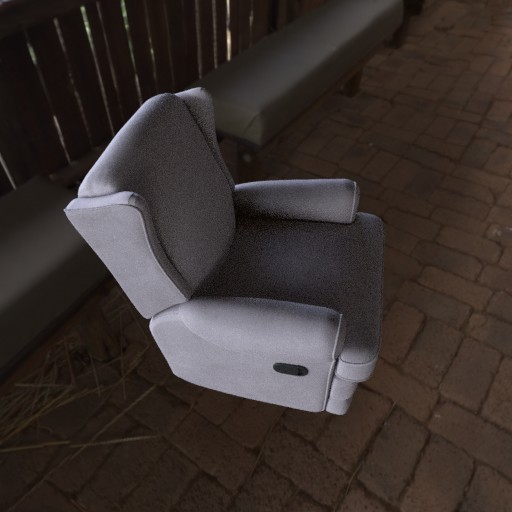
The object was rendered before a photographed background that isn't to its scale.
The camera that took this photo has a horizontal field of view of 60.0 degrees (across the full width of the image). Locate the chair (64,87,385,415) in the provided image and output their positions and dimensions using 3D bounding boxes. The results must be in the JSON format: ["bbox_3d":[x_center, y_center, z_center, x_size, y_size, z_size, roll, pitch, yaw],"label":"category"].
[{"bbox_3d":[0.000,0.000,1.693,0.969,1.011,0.847,9,48,9],"label":"chair"}]
